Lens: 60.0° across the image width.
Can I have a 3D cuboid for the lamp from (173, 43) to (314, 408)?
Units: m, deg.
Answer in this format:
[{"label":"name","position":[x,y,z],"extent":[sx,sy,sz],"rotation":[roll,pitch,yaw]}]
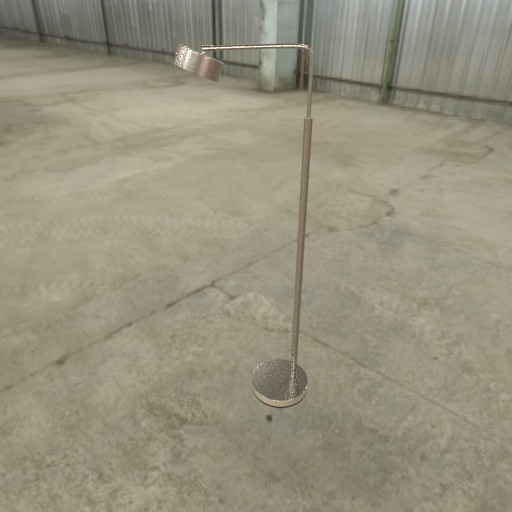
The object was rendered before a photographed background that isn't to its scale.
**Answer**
[{"label":"lamp","position":[0.000,0.000,1.432],"extent":[0.421,1.250,0.222],"rotation":[-9,32,-15]}]
